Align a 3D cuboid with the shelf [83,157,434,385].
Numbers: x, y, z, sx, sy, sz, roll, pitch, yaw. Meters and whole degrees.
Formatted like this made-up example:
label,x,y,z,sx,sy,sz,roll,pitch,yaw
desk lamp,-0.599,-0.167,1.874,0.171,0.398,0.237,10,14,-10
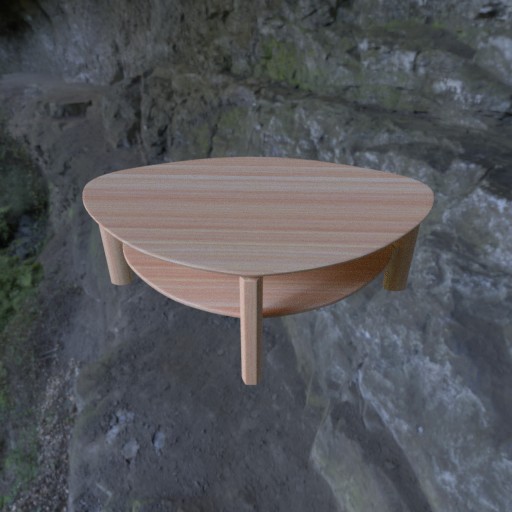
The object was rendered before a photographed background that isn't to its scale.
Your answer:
label,x,y,z,sx,sy,sz,roll,pitch,yaw
shelf,0.000,0.000,1.618,1.246,0.440,0.845,1,33,2
